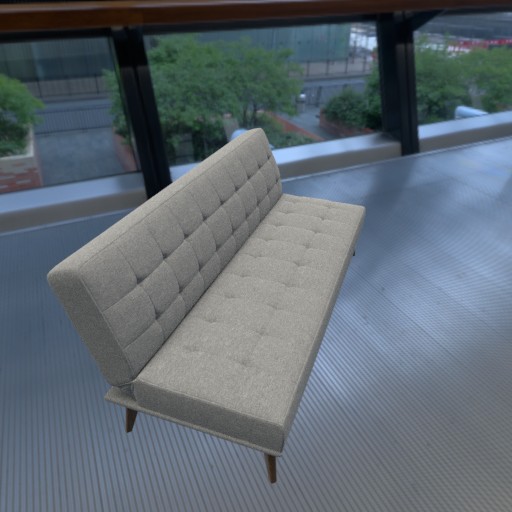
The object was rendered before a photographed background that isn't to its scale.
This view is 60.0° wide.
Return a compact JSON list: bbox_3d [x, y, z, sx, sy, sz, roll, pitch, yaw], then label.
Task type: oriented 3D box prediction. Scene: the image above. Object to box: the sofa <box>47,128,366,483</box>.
[{"bbox_3d":[0.000,0.000,2.245,0.860,0.810,1.800,11,33,17],"label":"sofa"}]
